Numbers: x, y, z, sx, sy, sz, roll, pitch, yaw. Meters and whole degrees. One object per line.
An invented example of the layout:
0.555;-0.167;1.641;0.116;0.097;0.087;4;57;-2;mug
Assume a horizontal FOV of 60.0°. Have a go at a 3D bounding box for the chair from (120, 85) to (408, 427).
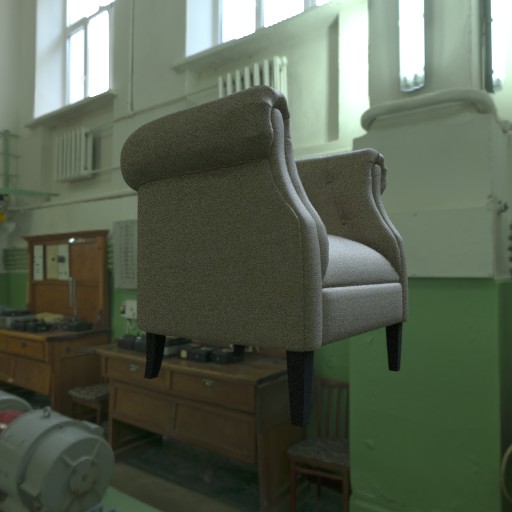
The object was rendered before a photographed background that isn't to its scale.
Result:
0.000;0.000;1.557;0.852;0.827;0.905;-1;-2;35;chair
